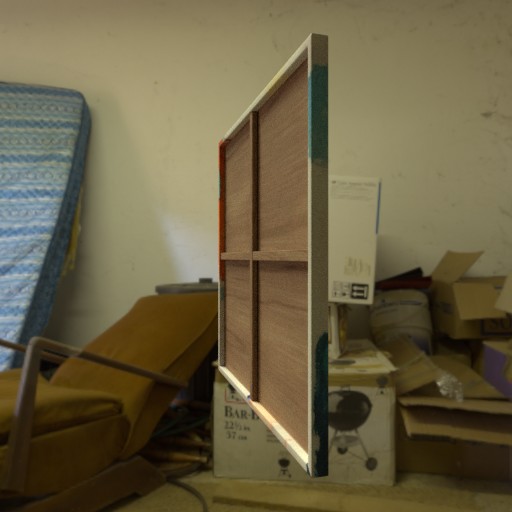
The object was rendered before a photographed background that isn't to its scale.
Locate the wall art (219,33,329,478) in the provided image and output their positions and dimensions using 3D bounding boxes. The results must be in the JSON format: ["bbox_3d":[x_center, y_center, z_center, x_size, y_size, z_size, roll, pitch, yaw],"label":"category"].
[{"bbox_3d":[0.000,0.000,1.502,0.044,1.017,1.017,0,0,-17],"label":"wall art"}]
